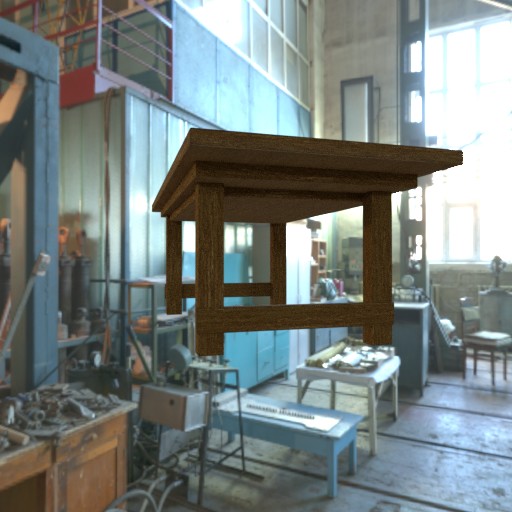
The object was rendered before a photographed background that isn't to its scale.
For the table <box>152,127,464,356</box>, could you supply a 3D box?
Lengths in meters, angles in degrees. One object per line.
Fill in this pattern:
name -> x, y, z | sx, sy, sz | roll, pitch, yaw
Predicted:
table -> 0.000, 0.000, 2.423 | 1.000, 0.762, 1.982 | 0, 0, -16
